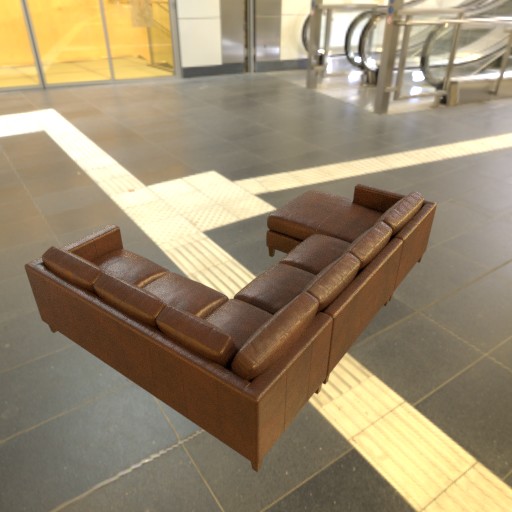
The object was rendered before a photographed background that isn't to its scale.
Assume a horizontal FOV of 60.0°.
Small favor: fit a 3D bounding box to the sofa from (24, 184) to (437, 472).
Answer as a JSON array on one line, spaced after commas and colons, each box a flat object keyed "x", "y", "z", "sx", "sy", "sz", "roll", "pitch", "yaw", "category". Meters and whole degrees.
[{"x": 0.000, "y": 0.000, "z": 4.423, "sx": 2.452, "sy": 0.891, "sz": 3.324, "roll": 21, "pitch": 37, "yaw": 30, "category": "sofa"}]
